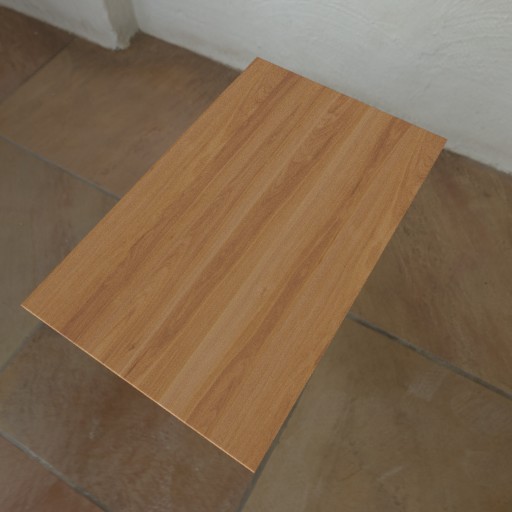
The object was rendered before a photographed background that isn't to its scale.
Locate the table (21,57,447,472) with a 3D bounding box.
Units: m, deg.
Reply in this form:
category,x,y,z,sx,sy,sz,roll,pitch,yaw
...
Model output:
category,x,y,z,sx,sy,sz,roll,pitch,yaw
table,0.000,0.000,1.466,0.700,0.510,1.100,30,66,15
